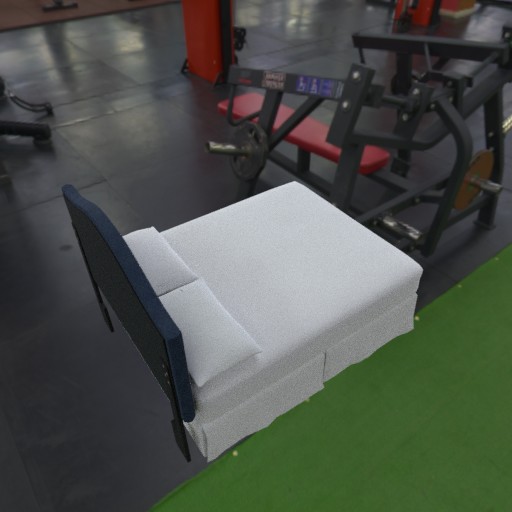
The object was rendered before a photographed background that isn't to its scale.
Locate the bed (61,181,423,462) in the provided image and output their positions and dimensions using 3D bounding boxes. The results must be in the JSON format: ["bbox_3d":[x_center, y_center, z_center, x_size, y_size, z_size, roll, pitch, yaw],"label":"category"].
[{"bbox_3d":[0.000,0.000,3.370,2.153,1.518,1.725,-25,47,-26],"label":"bed"}]
